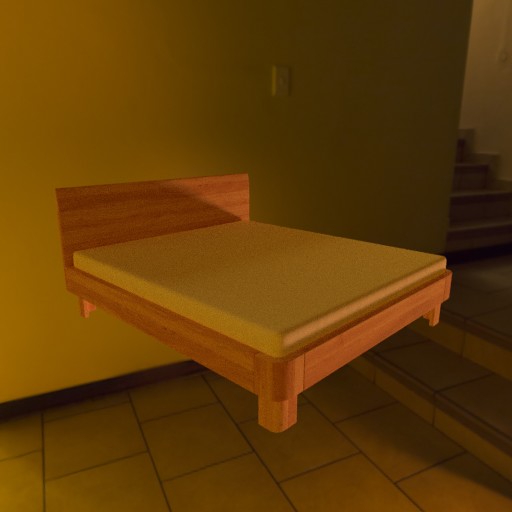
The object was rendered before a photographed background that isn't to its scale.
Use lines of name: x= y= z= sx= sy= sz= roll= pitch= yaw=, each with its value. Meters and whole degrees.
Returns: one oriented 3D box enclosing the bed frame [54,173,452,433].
bed frame: x=0.000 y=0.000 z=3.144 sx=2.092 sy=0.940 sz=1.872 roll=14 pitch=21 yaw=42
